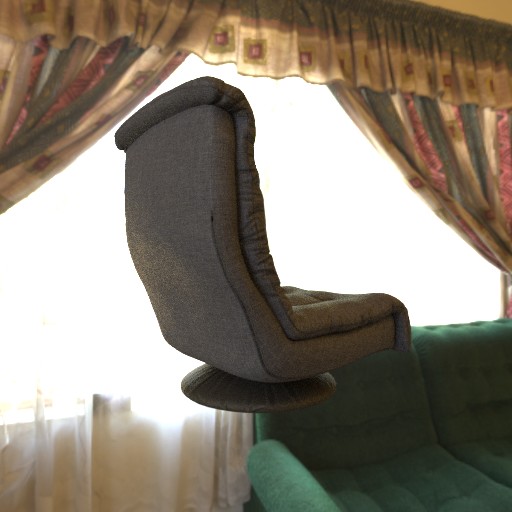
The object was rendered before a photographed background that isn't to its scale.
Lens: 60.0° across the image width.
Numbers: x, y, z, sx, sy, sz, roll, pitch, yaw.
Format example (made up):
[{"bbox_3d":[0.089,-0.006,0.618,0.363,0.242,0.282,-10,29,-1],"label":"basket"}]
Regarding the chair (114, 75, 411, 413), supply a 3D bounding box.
[{"bbox_3d":[0.000,0.000,1.253,0.668,0.749,0.597,0,0,-36],"label":"chair"}]
